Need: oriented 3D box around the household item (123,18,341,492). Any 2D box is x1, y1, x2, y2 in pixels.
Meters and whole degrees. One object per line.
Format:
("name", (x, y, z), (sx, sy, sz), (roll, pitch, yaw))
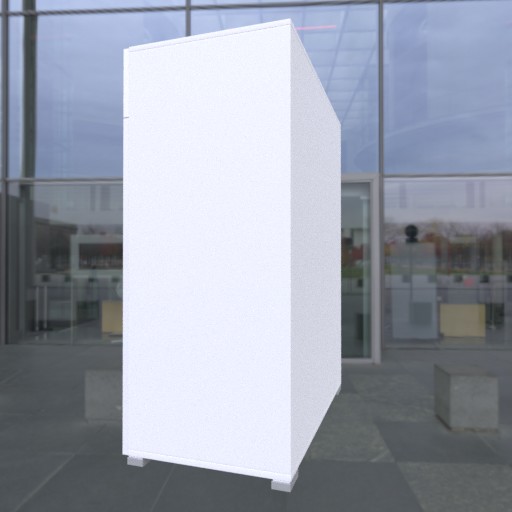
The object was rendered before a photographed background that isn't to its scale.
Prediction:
("household item", (0.000, 0.000, 1.386), (0.420, 1.010, 0.790), (0, 0, 19))
